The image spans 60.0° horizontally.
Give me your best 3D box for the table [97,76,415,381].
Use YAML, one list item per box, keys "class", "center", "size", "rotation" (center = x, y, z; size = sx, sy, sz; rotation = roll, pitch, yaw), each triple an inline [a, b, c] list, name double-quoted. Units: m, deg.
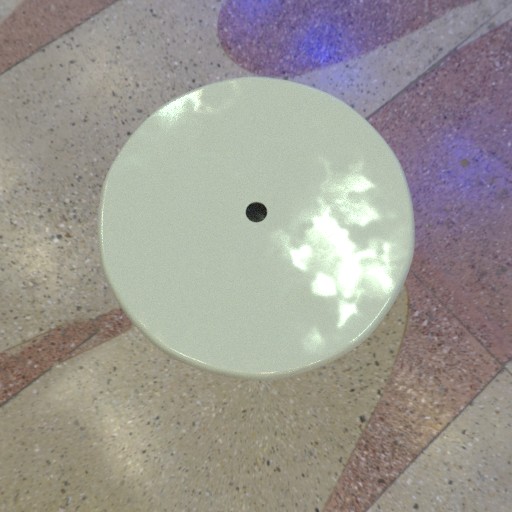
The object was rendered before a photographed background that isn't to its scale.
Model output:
- class: "table"
  center: [0.000, 0.000, 0.665]
  size: [0.352, 0.387, 0.352]
  rotation: [0, 76, 0]
